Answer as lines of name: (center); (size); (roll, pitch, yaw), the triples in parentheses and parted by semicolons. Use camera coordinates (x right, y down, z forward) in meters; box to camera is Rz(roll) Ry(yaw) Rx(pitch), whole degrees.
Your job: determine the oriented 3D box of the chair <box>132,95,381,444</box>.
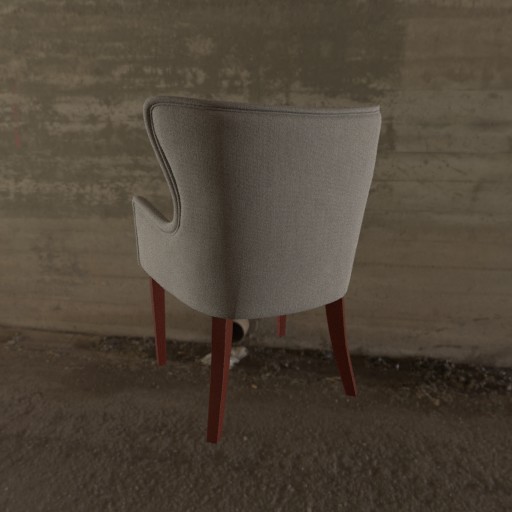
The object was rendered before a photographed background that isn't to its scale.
chair: (0.000, 0.000, 1.451); (0.732, 0.948, 0.677); (-8, 18, -26)
